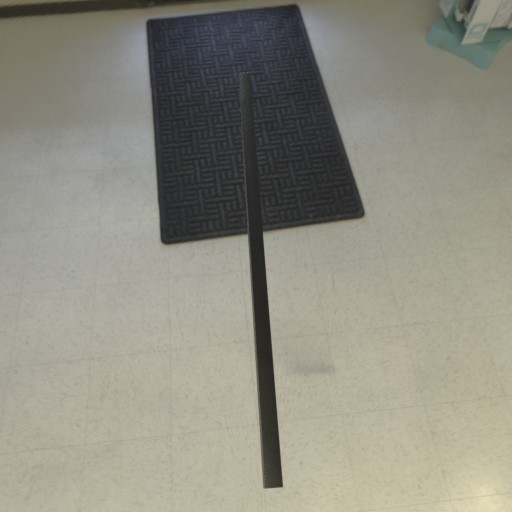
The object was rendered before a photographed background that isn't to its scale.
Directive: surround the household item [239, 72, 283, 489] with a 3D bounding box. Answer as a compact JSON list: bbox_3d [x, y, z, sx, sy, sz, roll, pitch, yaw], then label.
[{"bbox_3d":[0.000,0.000,1.078,0.030,0.236,1.001,-3,63,-2],"label":"household item"}]
